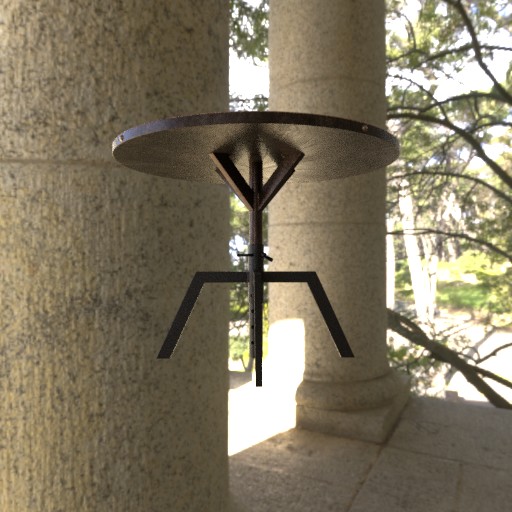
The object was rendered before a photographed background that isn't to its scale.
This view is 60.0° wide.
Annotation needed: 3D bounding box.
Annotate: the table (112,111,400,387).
[{"bbox_3d":[0.000,0.000,1.436,0.885,0.658,0.885,0,0,0],"label":"table"}]
